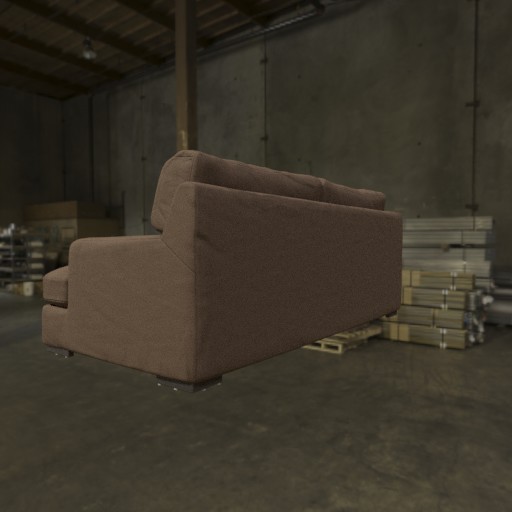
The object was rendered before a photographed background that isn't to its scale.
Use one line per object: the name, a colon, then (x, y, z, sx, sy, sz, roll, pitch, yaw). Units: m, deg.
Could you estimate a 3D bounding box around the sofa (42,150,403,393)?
sofa: (0.000, 0.000, 2.827, 1.140, 0.950, 2.274, 1, 2, 37)
